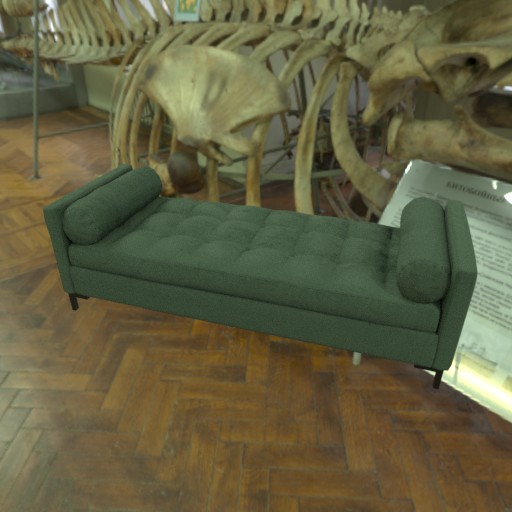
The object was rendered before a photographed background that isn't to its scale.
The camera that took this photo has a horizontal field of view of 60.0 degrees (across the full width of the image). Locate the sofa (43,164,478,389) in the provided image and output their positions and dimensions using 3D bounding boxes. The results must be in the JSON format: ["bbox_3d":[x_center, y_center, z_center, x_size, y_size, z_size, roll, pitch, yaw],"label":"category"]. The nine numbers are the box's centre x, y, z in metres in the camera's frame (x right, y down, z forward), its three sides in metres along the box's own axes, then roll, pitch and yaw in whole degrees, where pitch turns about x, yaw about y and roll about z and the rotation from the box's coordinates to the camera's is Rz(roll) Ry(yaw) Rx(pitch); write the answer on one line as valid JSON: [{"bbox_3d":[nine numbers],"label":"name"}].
[{"bbox_3d":[0.000,0.000,2.502,2.130,0.681,0.817,9,31,15],"label":"sofa"}]
